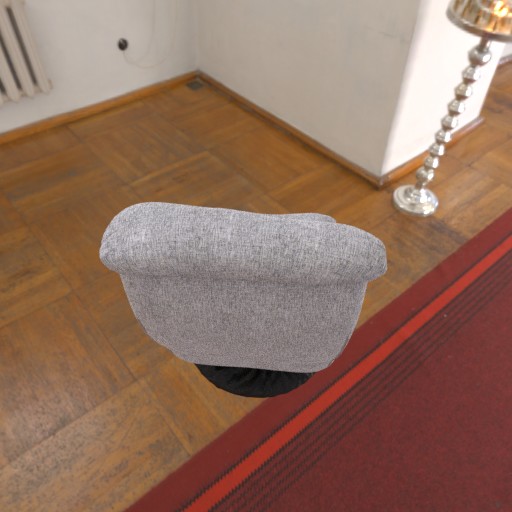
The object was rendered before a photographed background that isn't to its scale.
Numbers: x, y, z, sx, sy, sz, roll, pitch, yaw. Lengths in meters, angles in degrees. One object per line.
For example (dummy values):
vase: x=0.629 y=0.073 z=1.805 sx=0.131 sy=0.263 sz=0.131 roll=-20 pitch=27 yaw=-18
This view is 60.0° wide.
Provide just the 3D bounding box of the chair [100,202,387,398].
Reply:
chair: x=0.000 y=0.000 z=0.967 sx=0.400 sy=0.600 sz=0.583 roll=4 pitch=46 yaw=4
